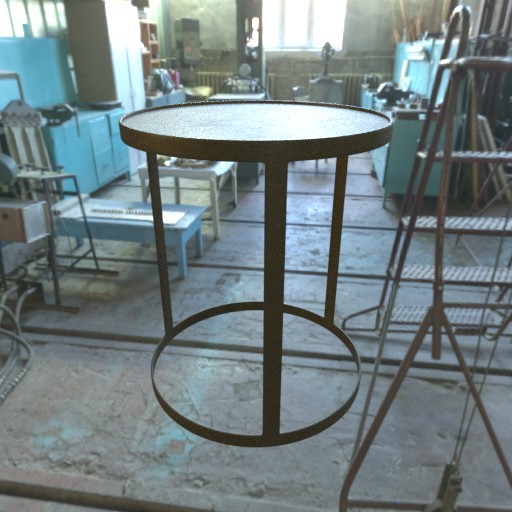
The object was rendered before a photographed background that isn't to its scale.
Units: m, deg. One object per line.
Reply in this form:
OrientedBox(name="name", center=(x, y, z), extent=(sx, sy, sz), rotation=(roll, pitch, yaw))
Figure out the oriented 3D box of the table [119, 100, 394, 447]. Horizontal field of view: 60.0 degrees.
OrientedBox(name="table", center=(0.000, 0.000, 0.923), extent=(0.480, 0.565, 0.480), rotation=(0, 25, 0))
